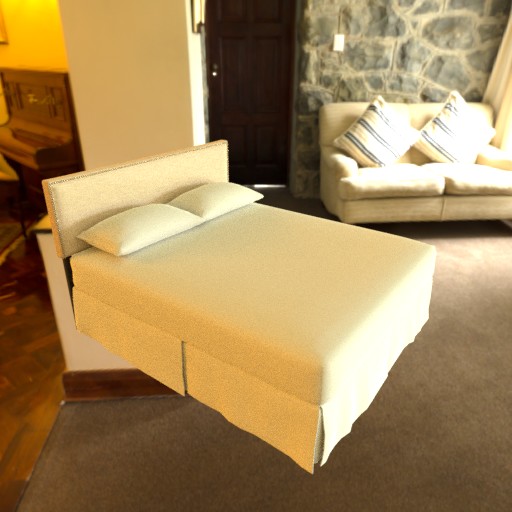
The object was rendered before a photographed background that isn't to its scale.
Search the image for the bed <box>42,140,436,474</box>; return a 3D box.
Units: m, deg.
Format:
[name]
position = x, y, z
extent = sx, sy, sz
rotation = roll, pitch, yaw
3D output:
[bed]
position = 0.000, 0.000, 2.795
extent = 1.876, 1.016, 1.616
rotation = 17, 30, 33
